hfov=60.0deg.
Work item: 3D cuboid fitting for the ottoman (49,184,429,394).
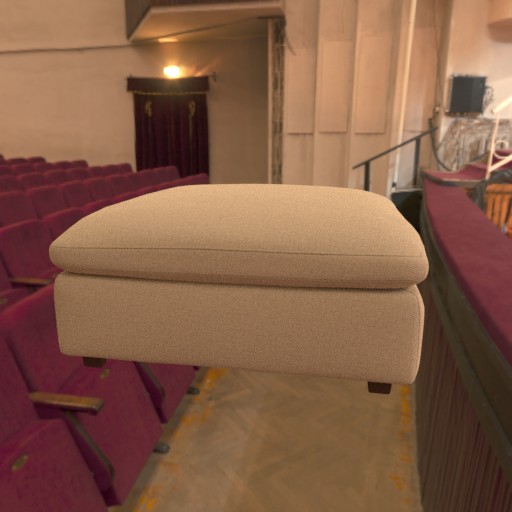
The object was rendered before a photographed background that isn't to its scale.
[{"bbox_3d":[0.000,0.000,1.550,0.996,0.467,0.977,3,15,10],"label":"ottoman"}]
